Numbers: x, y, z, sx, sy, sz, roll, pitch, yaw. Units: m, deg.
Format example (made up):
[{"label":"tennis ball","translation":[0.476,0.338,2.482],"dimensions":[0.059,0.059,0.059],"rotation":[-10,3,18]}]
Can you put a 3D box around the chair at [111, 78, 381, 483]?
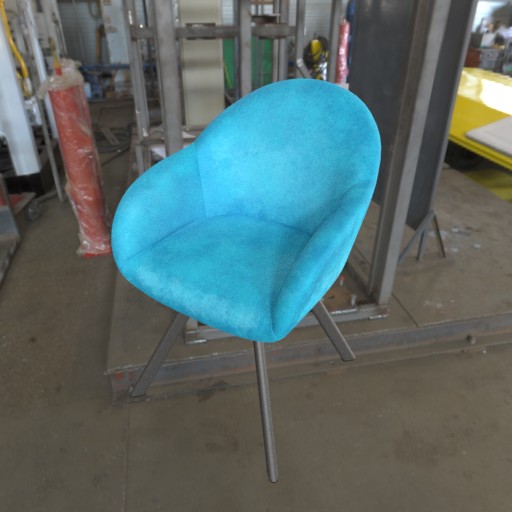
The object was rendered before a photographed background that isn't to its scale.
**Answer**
[{"label":"chair","translation":[0.000,0.000,1.160],"dimensions":[0.550,0.795,0.590],"rotation":[19,36,28]}]
